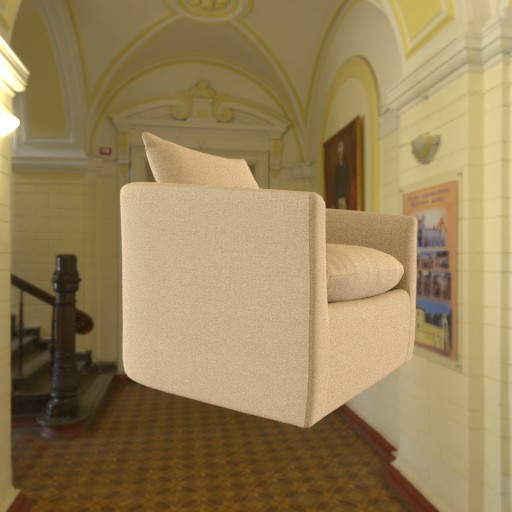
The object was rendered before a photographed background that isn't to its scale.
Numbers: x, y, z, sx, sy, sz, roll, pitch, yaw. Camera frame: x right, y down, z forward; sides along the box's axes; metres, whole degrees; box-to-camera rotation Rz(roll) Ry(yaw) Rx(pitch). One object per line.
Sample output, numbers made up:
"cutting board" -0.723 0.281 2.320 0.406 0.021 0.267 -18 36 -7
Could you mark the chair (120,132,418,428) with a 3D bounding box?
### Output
"chair" 0.000 0.000 1.589 0.910 0.848 0.845 0 0 35
